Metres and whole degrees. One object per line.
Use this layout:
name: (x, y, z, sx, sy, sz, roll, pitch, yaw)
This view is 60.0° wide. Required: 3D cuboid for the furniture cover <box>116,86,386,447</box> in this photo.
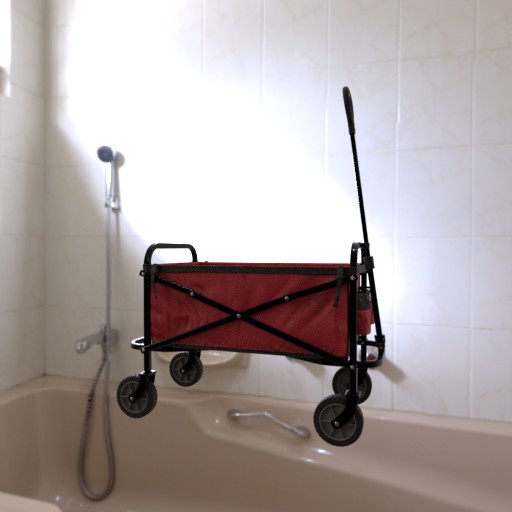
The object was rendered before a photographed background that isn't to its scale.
furniture cover: (0.000, 0.000, 1.844, 1.038, 1.295, 0.532, 0, 1, 18)
